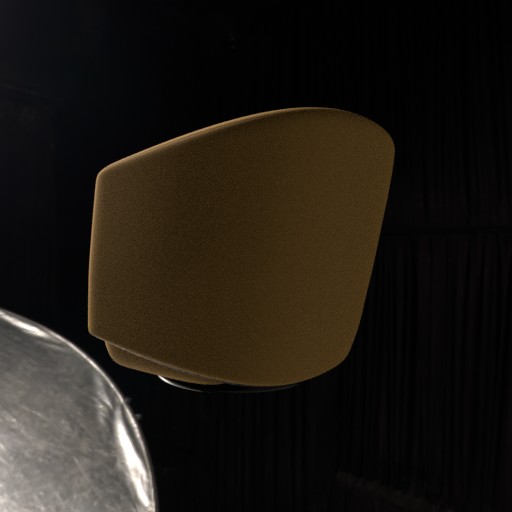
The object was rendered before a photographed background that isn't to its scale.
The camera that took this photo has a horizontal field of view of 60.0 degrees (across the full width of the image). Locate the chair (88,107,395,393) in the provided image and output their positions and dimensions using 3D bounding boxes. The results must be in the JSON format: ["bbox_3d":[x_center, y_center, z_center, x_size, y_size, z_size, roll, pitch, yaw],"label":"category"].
[{"bbox_3d":[0.000,0.000,1.333,0.767,0.698,0.773,1,1,36],"label":"chair"}]
